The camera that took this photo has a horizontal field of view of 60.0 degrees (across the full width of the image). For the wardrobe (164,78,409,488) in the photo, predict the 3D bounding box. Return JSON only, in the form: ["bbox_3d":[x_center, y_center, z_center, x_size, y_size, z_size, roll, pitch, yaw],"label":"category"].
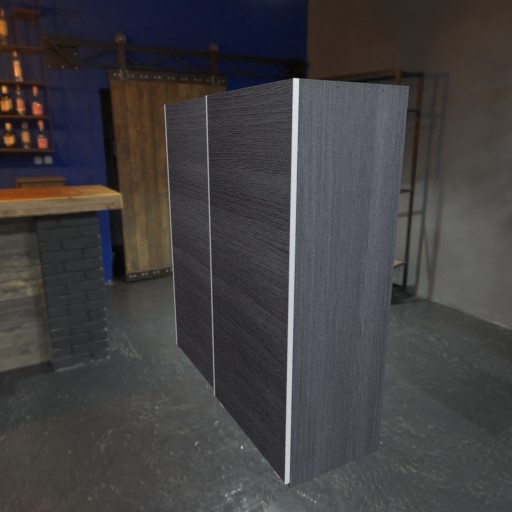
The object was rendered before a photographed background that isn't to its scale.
[{"bbox_3d":[0.000,0.000,2.890,0.629,1.960,1.780,-8,17,-27],"label":"wardrobe"}]
